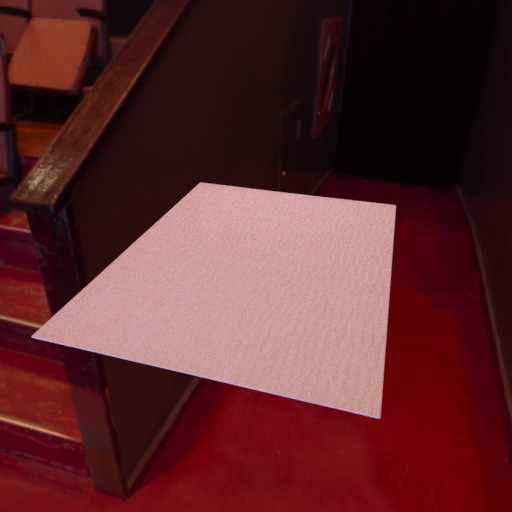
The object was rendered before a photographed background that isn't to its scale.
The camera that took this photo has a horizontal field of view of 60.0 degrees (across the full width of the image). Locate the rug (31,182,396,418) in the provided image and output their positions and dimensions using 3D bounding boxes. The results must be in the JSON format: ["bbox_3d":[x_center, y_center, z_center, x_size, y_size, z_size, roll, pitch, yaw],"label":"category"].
[{"bbox_3d":[0.000,0.000,4.091,2.410,0.021,3.055,9,32,14],"label":"rug"}]
